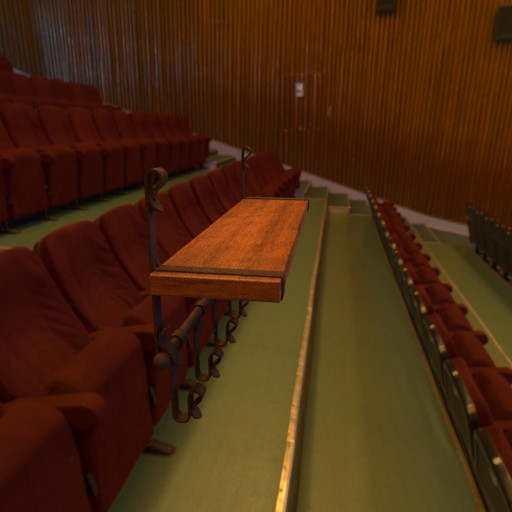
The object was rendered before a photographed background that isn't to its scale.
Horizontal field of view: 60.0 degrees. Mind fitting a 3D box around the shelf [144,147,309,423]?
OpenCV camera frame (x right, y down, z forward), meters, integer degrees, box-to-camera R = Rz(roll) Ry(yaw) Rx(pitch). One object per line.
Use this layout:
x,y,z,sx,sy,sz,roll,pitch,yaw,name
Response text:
0.000,0.000,0.738,0.146,0.330,0.567,3,16,9,shelf
